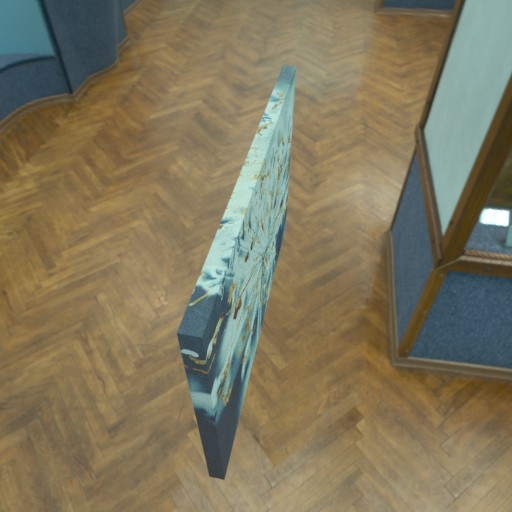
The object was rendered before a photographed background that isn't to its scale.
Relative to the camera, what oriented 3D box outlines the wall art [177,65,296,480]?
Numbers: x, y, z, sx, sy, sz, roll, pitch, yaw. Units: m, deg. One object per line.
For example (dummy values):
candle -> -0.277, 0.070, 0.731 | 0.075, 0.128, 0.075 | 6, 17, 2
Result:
wall art -> 0.000, 0.000, 1.151 | 0.038, 0.608, 0.912 | 9, 47, 8
